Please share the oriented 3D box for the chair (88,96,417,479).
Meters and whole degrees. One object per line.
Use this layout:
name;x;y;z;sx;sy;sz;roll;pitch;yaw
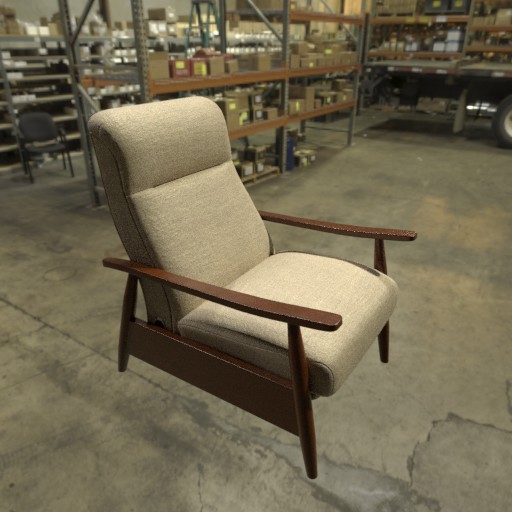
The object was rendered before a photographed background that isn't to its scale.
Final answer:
chair;0.000;0.000;1.730;1.014;1.082;0.762;17;31;30
